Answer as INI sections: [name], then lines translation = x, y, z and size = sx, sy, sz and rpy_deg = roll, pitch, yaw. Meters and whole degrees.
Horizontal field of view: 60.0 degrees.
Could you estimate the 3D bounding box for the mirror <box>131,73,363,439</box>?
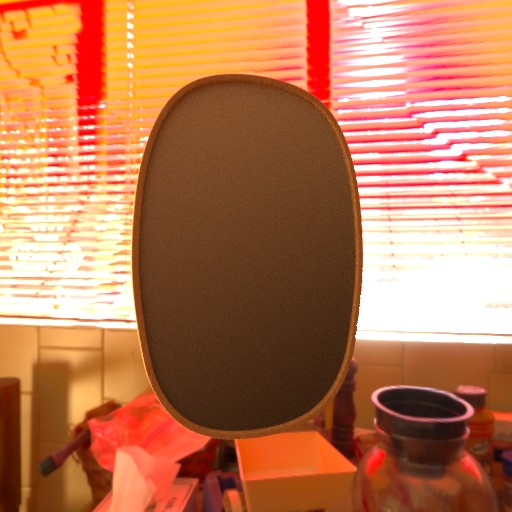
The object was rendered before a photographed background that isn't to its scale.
[mirror]
translation = 0.000, 0.000, 1.331
size = 0.724, 1.075, 0.037
rpy_deg = 0, 0, -19
